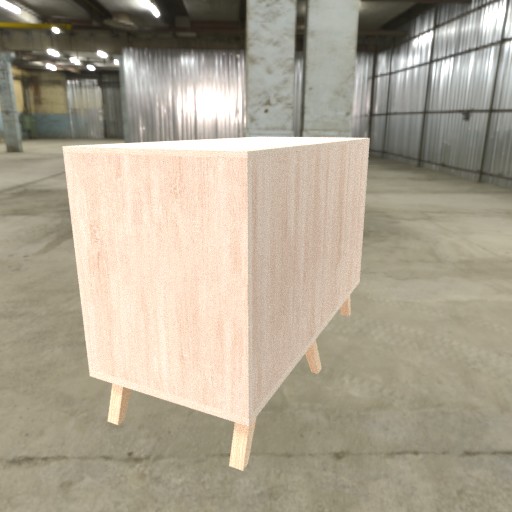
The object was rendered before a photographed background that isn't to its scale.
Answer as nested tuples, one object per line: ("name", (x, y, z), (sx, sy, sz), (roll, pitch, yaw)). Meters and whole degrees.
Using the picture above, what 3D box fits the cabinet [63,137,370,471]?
("cabinet", (0.000, 0.000, 1.553), (0.500, 0.780, 1.110), (8, 18, 25))
